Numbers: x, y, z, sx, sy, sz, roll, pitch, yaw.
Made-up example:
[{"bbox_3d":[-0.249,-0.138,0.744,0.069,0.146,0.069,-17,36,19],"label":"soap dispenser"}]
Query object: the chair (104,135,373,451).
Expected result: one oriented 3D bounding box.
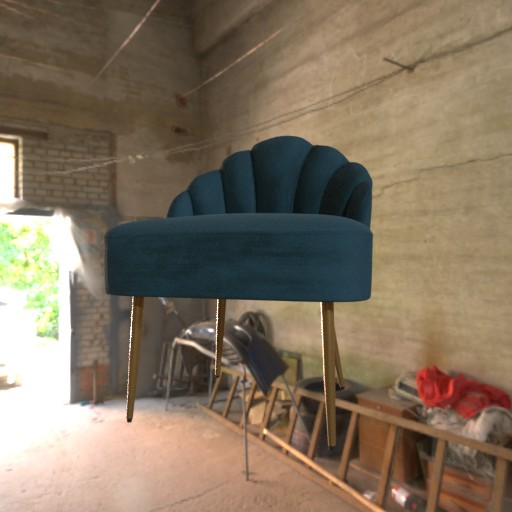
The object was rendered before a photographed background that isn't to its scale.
[{"bbox_3d":[0.000,0.000,1.236,0.657,0.819,0.599,0,-1,19],"label":"chair"}]
